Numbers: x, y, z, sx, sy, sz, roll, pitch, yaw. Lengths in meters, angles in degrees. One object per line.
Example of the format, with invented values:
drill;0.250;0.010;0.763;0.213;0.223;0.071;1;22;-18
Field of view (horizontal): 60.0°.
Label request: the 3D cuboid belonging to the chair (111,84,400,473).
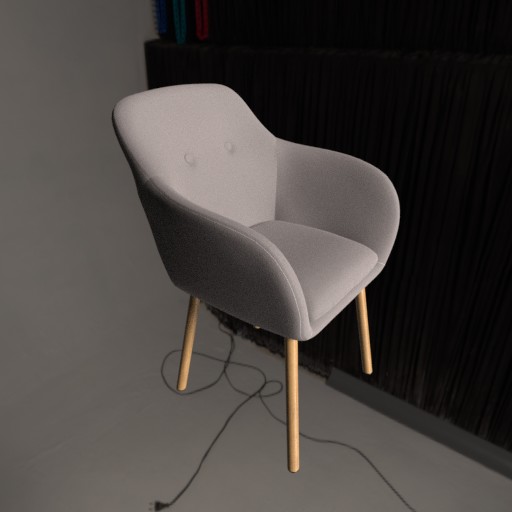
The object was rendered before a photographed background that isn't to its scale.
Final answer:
chair;0.000;0.000;1.207;0.590;0.830;0.570;20;34;32
